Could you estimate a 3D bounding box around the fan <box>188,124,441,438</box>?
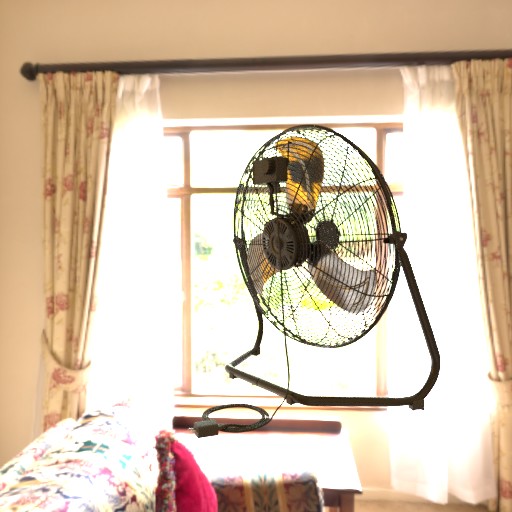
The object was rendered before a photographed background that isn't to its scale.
[{"bbox_3d":[0.000,0.000,0.892,0.424,0.546,0.555,0,1,-35],"label":"fan"}]
